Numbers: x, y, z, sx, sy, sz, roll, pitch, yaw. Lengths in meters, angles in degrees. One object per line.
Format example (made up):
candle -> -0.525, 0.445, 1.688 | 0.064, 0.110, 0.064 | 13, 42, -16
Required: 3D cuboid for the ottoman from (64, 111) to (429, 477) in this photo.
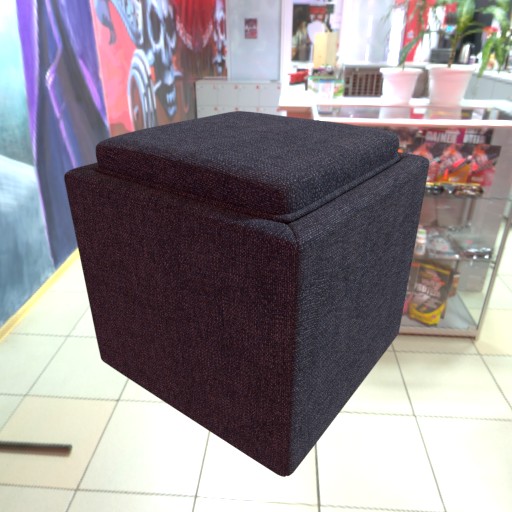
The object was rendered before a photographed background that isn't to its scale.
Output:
ottoman -> 0.000, 0.000, 0.823 | 0.450, 0.460, 0.450 | 19, 33, 32
